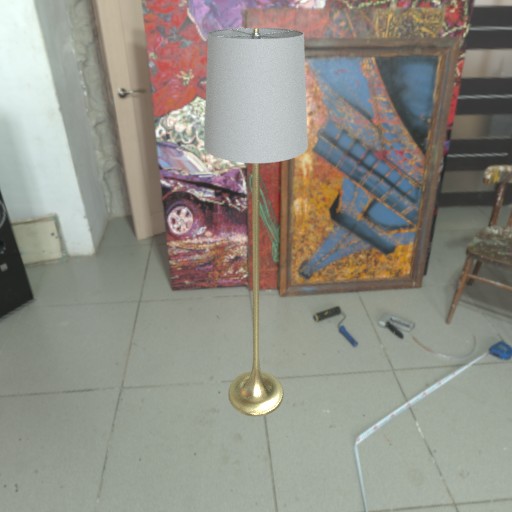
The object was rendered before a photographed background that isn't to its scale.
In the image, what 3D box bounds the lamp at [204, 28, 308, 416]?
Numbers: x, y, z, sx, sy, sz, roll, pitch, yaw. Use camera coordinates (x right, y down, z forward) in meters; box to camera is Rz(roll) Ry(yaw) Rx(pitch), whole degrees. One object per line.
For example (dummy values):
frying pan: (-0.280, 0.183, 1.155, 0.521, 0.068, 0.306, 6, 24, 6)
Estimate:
lamp: (0.000, 0.000, 1.683, 0.337, 1.543, 0.337, 0, 33, 0)
